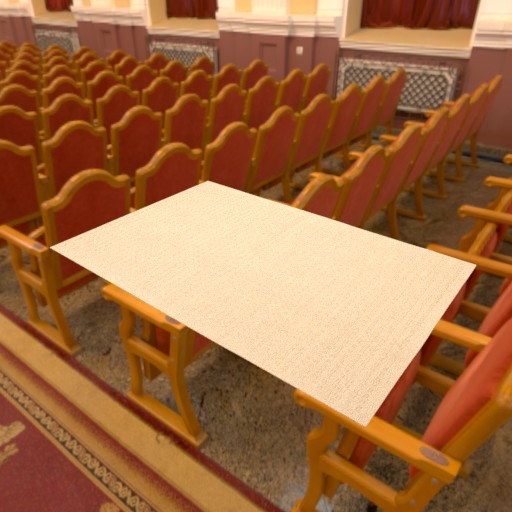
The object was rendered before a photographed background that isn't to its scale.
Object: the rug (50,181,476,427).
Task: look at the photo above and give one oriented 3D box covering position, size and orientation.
[{"bbox_3d":[0.000,0.000,2.844,2.289,0.006,1.523,22,37,32],"label":"rug"}]
